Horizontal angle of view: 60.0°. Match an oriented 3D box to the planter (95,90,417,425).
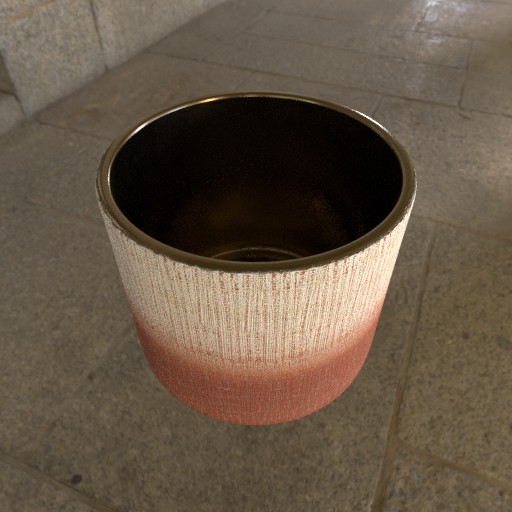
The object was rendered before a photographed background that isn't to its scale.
[{"bbox_3d":[0.000,0.000,0.430,0.254,0.221,0.254,0,45,0],"label":"planter"}]
